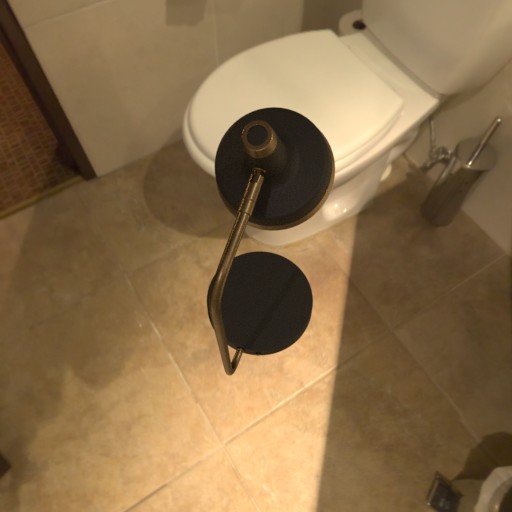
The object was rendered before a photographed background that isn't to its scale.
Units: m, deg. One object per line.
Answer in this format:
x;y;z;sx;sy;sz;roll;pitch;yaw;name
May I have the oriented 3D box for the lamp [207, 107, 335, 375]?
0.000;0.000;0.507;0.162;0.385;0.218;18;64;9;lamp
